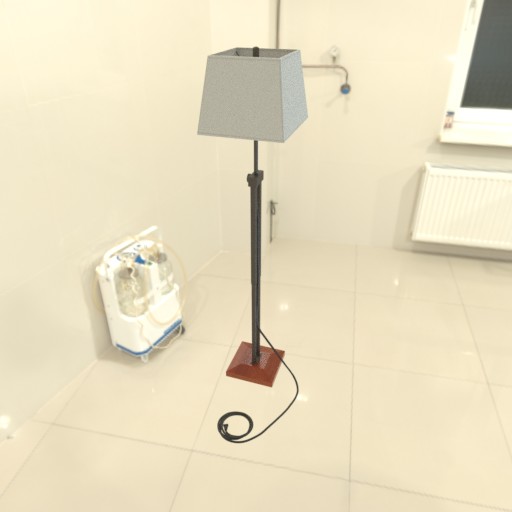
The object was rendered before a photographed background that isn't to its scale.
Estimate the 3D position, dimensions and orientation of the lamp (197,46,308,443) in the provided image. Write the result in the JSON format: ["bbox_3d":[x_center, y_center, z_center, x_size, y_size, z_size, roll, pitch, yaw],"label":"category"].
[{"bbox_3d":[0.000,0.000,2.032,0.472,1.712,0.745,10,32,16],"label":"lamp"}]
